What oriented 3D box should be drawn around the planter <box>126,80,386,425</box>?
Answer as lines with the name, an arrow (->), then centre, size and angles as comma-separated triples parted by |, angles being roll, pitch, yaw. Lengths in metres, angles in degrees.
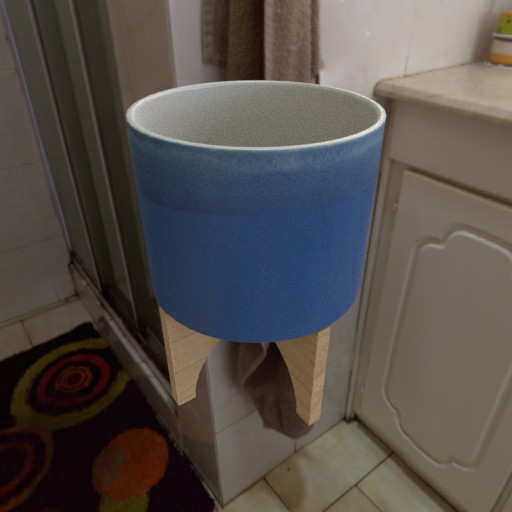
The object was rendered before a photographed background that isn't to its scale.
planter -> 0.000, 0.000, 0.556 | 0.261, 0.367, 0.261 | 0, 33, 0
